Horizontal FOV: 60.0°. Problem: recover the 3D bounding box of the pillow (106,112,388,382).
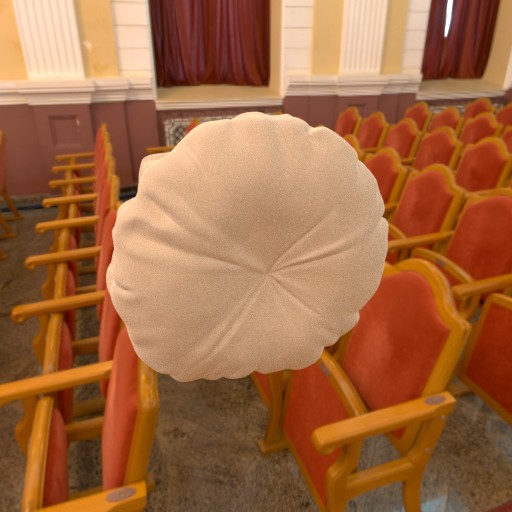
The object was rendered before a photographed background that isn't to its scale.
[{"bbox_3d":[0.000,0.000,0.657,0.428,0.407,0.148,-8,26,-17],"label":"pillow"}]
